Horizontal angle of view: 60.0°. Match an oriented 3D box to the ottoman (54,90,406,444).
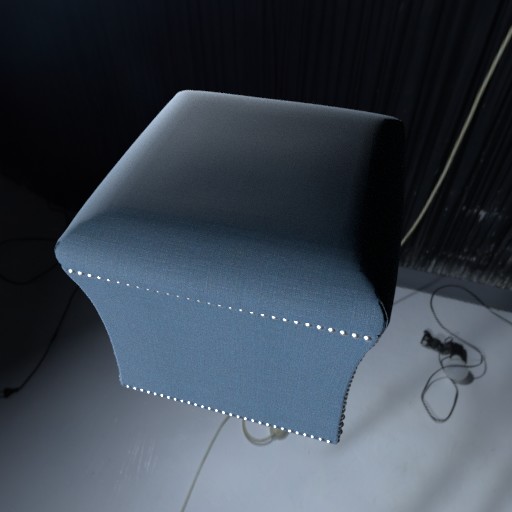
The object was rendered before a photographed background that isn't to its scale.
[{"bbox_3d":[0.000,0.000,0.894,0.497,0.475,0.507,11,48,11],"label":"ottoman"}]
